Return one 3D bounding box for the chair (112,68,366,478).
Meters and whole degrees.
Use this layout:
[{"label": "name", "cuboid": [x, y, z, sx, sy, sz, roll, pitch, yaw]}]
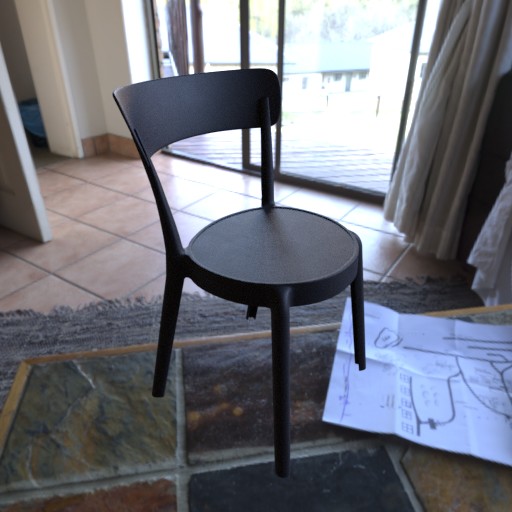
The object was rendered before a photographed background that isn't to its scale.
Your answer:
[{"label": "chair", "cuboid": [0.000, 0.000, 1.082, 0.491, 0.790, 0.506, 19, 35, 31]}]
